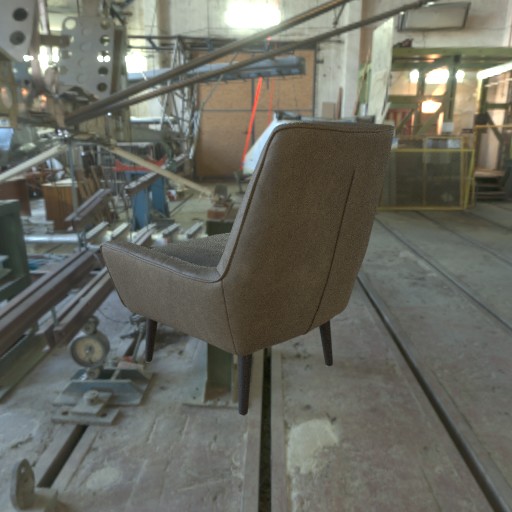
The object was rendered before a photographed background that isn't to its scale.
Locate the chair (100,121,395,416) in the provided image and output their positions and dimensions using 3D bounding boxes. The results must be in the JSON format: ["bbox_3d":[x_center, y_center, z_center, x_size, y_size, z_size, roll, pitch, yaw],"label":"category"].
[{"bbox_3d":[0.000,0.000,1.554,0.787,0.888,0.824,-14,21,-42],"label":"chair"}]
